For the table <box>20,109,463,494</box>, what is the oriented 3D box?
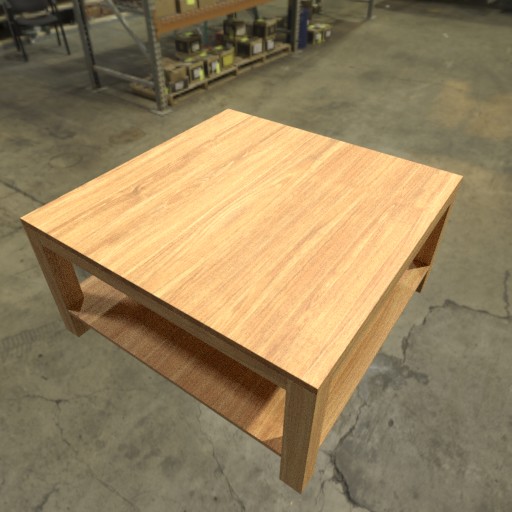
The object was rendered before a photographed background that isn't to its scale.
[{"bbox_3d":[0.000,0.000,1.404,0.900,0.450,0.900,25,46,26],"label":"table"}]
